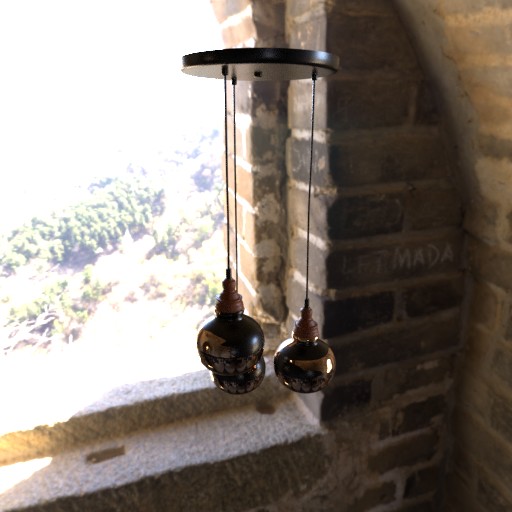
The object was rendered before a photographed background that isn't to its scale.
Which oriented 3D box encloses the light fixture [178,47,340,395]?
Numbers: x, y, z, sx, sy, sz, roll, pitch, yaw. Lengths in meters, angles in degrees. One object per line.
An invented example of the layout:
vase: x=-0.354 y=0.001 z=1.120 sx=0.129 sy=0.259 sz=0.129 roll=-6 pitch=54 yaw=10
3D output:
light fixture: x=0.000 y=0.000 z=1.730 sx=0.608 sy=1.410 sz=0.605 roll=9 pitch=18 yaw=27
